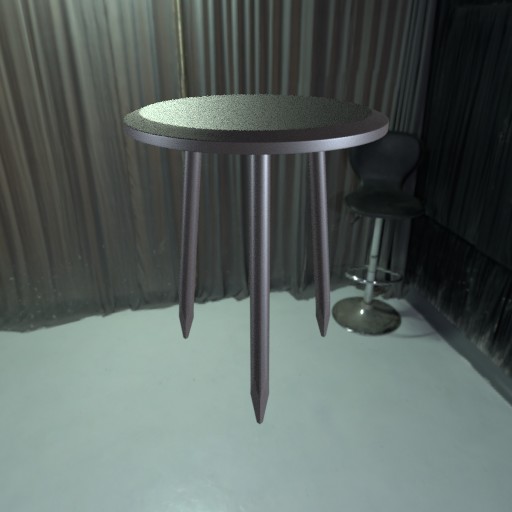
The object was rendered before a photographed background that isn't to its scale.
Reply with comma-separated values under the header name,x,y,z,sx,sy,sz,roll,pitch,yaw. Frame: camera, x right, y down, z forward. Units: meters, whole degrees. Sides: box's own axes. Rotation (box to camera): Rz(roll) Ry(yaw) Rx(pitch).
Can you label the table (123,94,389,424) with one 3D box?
name,x,y,z,sx,sy,sz,roll,pitch,yaw
table,0.000,0.000,0.916,0.457,0.585,0.457,0,27,0
